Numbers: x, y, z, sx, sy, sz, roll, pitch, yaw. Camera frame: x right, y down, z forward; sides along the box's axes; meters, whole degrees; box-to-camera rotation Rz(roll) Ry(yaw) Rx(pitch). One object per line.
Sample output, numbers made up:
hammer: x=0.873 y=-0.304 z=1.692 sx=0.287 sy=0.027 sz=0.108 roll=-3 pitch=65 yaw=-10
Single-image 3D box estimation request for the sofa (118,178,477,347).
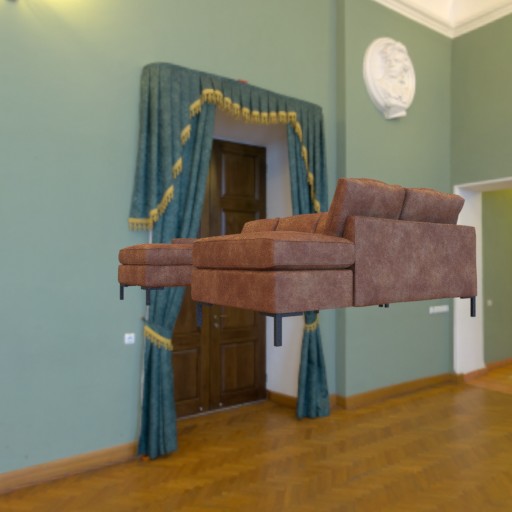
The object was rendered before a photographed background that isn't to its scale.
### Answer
sofa: x=0.000 y=0.000 z=3.859 sx=1.939 sy=0.900 sz=2.956 roll=0 pitch=0 yaw=-36
